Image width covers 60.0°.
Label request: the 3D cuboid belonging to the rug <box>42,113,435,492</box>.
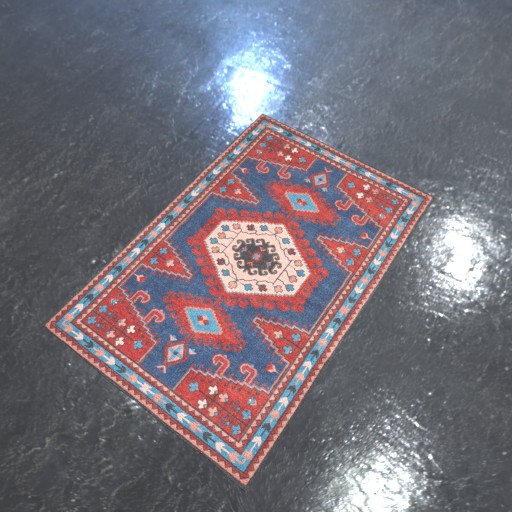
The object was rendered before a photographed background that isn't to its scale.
[{"bbox_3d":[0.000,0.000,2.307,1.207,0.012,1.820,31,63,18],"label":"rug"}]
